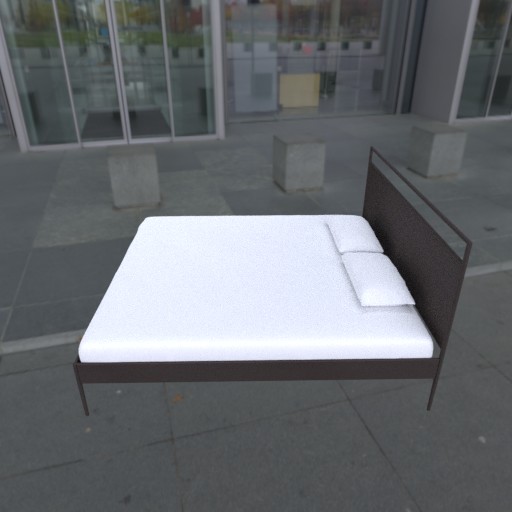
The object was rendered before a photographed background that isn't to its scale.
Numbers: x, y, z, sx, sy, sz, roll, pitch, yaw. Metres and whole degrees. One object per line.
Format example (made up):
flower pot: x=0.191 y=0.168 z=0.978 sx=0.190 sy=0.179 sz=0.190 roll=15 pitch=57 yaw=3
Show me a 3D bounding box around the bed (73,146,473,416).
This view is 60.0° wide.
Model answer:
bed: x=0.000 y=0.000 z=3.361 sx=2.151 sy=1.173 sz=1.993 roll=-1 pitch=28 yaw=-1
